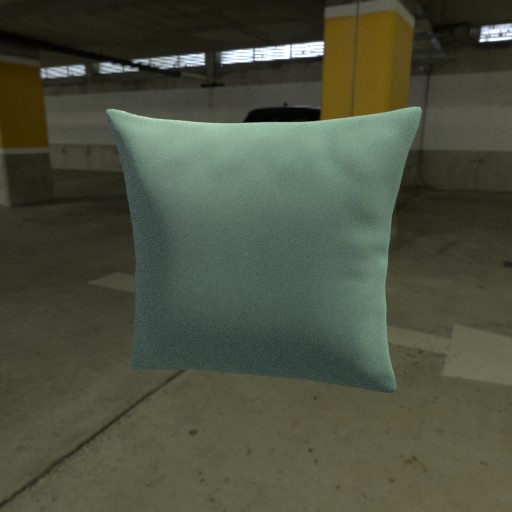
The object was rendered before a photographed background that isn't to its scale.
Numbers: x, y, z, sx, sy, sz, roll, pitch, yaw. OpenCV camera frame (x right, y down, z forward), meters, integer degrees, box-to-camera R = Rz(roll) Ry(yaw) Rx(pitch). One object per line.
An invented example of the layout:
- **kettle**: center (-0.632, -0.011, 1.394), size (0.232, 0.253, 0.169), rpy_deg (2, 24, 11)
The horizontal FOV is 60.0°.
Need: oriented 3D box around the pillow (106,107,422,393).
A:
- **pillow**: center (0.000, 0.000, 0.797), size (0.526, 0.507, 0.166), rpy_deg (3, 16, 10)
